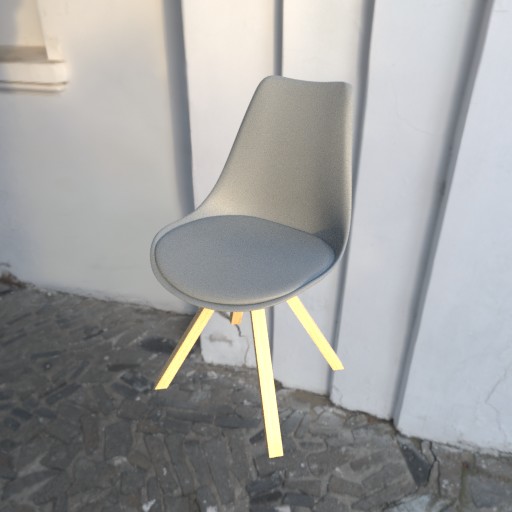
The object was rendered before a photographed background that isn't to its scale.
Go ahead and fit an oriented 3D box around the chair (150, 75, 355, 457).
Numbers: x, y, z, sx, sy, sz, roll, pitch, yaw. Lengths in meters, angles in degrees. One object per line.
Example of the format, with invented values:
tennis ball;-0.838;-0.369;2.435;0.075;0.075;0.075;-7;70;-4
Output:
chair;0.000;0.000;1.208;0.485;0.850;0.549;19;34;29
